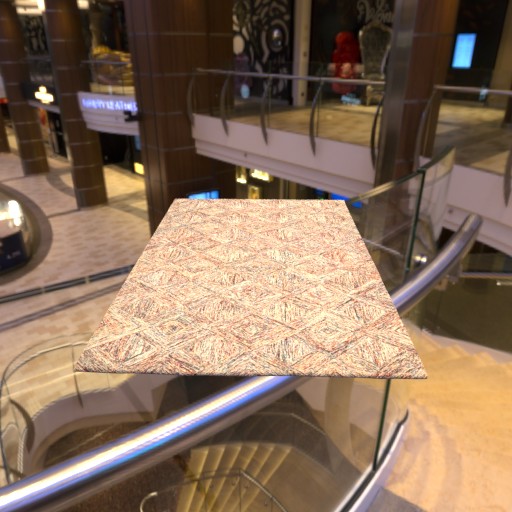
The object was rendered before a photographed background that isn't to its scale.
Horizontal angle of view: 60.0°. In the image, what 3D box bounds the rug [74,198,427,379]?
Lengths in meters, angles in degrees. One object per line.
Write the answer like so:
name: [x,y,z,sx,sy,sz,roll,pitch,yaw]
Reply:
rug: [0.000,0.000,2.197,1.143,0.014,1.761,1,25,1]
